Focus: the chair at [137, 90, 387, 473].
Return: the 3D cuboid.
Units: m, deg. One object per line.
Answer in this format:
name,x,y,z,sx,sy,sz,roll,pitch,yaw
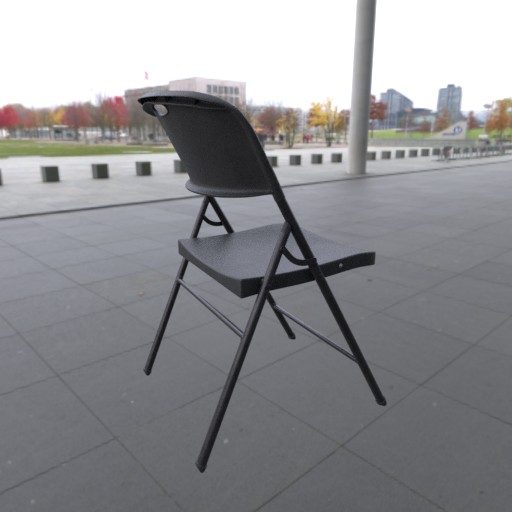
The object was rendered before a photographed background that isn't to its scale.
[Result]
chair,0.000,0.000,1.199,0.567,0.810,0.494,-8,17,-27
